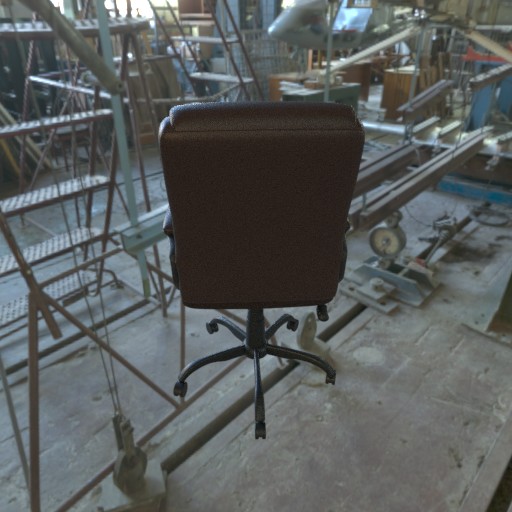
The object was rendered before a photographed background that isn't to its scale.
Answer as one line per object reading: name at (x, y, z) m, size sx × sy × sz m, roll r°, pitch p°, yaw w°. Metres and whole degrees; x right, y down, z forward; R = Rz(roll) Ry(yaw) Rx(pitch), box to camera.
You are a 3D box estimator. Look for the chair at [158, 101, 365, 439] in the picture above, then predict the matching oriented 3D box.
chair at (0.000, 0.000, 1.477) m, size 0.615 × 1.072 × 0.655 m, roll -1°, pitch 29°, yaw -3°
